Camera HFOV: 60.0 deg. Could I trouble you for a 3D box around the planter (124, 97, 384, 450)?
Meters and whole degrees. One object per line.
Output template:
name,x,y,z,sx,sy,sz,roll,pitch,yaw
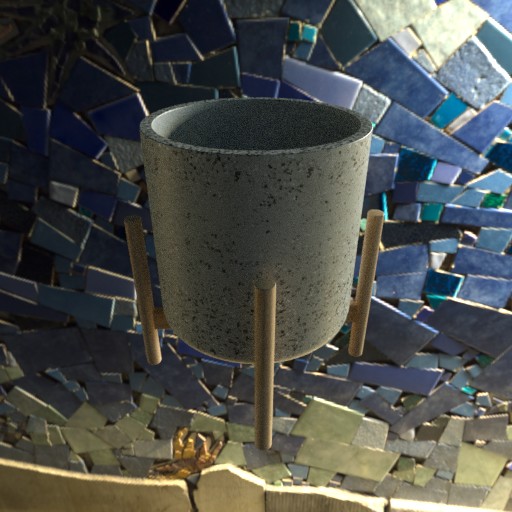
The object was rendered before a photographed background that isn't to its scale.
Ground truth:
planter,0.000,0.000,0.694,0.360,0.419,0.360,10,32,17
